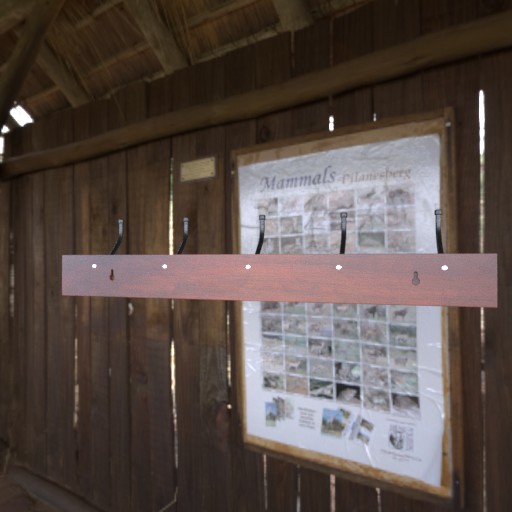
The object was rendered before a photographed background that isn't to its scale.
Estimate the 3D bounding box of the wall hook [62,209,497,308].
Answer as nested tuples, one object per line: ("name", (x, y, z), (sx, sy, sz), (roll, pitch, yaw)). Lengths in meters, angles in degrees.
("wall hook", (0.000, 0.000, 0.600), (0.571, 0.117, 0.071), (0, 0, 17))
